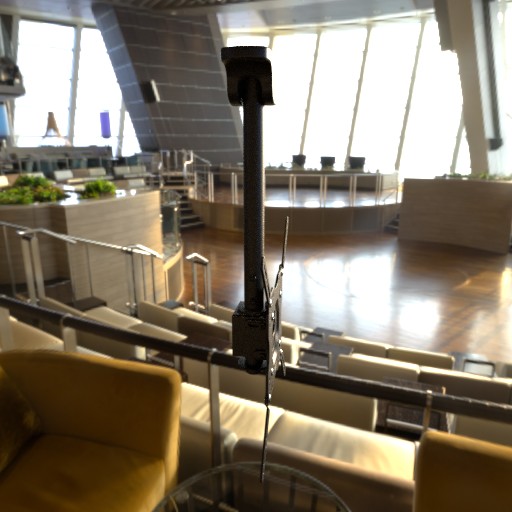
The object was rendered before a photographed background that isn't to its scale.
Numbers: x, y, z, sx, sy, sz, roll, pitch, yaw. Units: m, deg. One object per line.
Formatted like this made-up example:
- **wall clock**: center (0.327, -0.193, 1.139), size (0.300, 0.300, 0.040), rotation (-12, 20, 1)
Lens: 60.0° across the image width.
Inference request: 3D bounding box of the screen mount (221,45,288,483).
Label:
- **screen mount**: center (0.000, 0.000, 0.877), size (0.090, 0.729, 0.393), rotation (2, 15, 9)
